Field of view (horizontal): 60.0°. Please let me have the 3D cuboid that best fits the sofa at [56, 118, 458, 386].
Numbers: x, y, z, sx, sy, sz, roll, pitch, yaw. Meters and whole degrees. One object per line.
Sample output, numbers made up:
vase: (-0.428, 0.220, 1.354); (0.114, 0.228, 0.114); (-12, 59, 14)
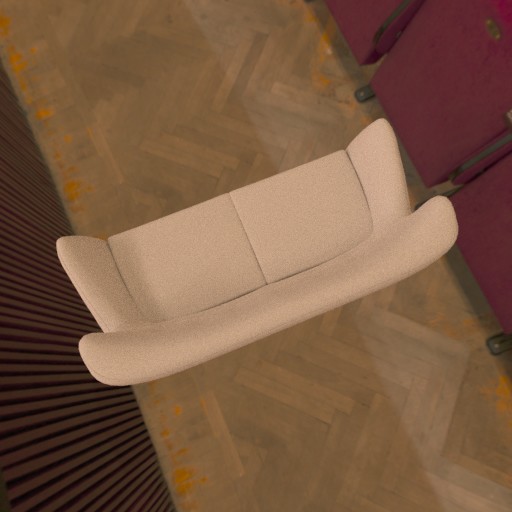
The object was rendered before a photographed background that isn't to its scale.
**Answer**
sofa: (0.000, 0.000, 2.458); (1.930, 0.890, 0.899); (-21, 77, -5)
